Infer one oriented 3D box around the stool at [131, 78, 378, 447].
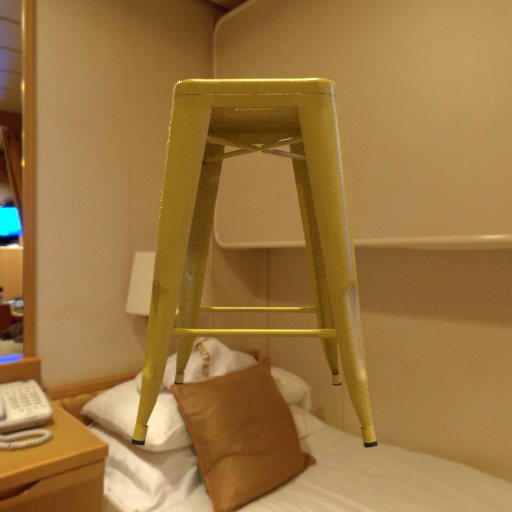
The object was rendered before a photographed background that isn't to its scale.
[{"bbox_3d":[0.000,0.000,0.880,0.399,0.609,0.359,0,0,1],"label":"stool"}]
